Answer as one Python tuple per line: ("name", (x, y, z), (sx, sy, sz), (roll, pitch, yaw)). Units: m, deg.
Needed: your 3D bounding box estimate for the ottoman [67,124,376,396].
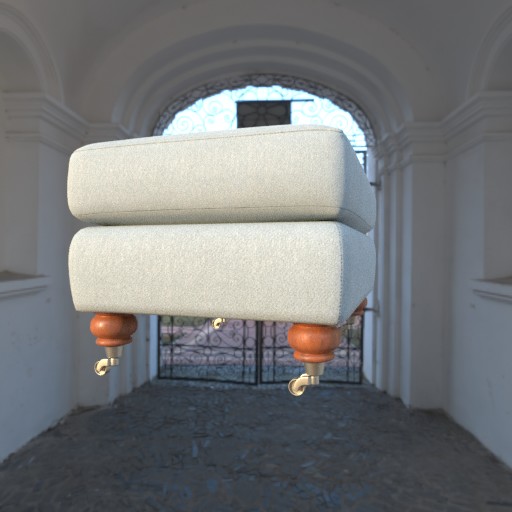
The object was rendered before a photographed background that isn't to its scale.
("ottoman", (0.000, 0.000, 1.143), (0.569, 0.499, 0.773), (0, 0, 18))
